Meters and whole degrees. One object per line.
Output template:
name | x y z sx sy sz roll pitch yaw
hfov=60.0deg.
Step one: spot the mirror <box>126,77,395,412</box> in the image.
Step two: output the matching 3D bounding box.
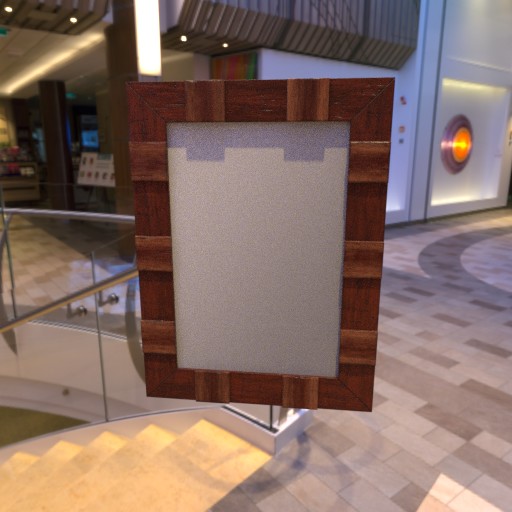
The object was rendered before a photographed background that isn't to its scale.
mirror | 0.000 0.000 1.080 0.600 0.805 0.021 2 14 7
